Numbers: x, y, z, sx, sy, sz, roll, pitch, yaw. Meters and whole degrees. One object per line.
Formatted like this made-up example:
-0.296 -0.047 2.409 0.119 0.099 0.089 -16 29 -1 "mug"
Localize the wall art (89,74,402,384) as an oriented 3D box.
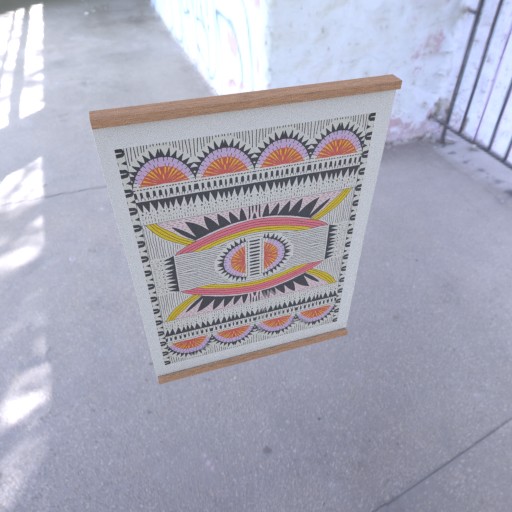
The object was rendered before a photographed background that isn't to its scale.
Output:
0.000 0.000 0.828 0.456 0.609 0.028 -12 43 -13 "wall art"
